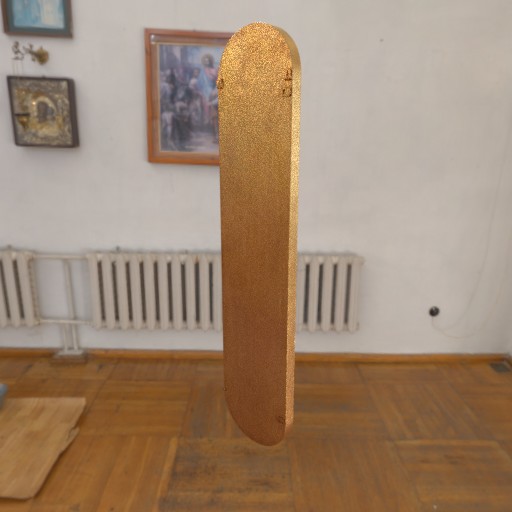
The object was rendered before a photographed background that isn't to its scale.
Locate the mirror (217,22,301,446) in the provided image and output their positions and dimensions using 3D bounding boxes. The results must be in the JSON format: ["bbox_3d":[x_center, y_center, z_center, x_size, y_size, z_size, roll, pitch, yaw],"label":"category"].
[{"bbox_3d":[0.000,0.000,1.040,0.222,0.991,0.032,14,20,43],"label":"mirror"}]
